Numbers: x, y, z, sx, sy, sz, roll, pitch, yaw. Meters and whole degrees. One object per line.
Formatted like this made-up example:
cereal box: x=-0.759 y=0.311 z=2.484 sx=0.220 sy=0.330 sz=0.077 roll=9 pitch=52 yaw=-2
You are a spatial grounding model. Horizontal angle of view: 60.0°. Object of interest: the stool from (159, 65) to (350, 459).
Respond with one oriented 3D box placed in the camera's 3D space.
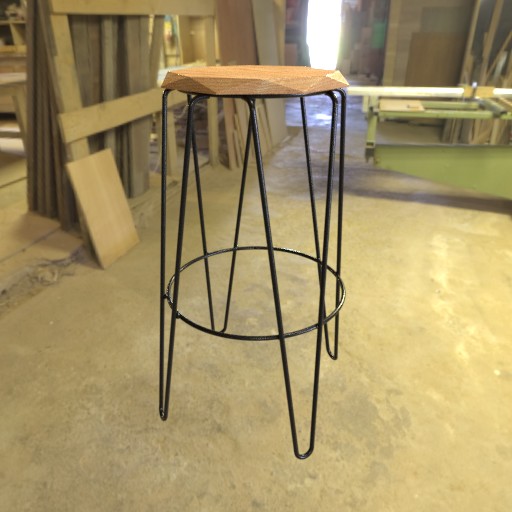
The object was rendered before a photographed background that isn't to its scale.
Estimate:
stool: x=0.000 y=0.000 z=0.790 sx=0.326 sy=0.610 sz=0.326 roll=9 pitch=28 yaw=17
